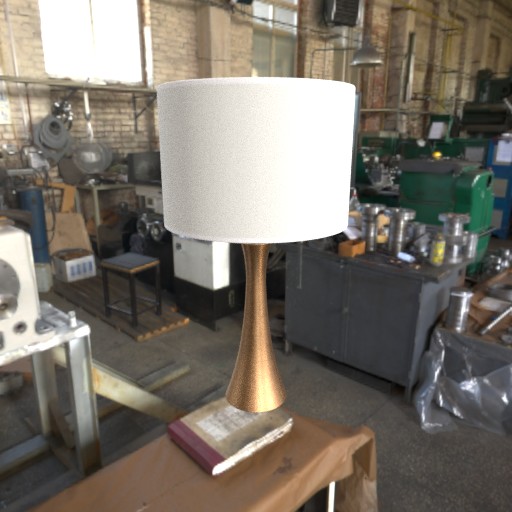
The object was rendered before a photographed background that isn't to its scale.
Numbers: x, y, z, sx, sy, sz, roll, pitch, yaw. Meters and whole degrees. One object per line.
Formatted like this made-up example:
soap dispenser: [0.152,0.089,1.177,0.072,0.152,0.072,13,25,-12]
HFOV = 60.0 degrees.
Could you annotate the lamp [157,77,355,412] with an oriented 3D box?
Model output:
lamp: [0.000,0.000,0.675,0.268,0.479,0.268,3,16,9]
